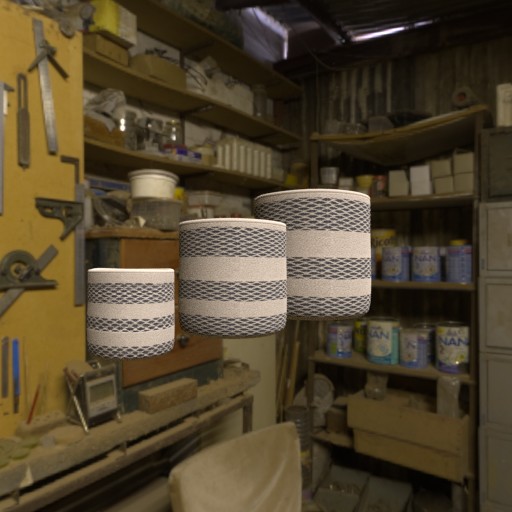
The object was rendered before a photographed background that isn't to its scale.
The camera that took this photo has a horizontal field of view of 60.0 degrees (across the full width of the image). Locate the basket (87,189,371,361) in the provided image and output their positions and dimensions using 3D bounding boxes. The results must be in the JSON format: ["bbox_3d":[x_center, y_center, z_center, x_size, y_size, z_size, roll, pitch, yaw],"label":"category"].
[{"bbox_3d":[0.000,0.000,1.116,0.351,0.356,0.917,0,0,36],"label":"basket"}]
